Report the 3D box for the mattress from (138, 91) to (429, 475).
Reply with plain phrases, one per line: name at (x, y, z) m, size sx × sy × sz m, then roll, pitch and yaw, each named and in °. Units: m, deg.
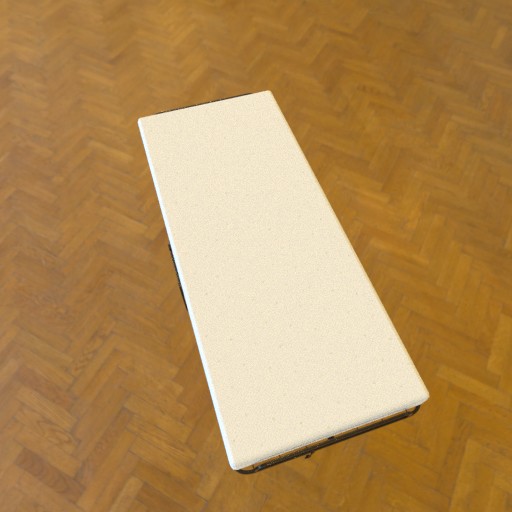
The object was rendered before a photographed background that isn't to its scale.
mattress at (0.000, 0.000, 2.531) m, size 0.922 × 0.519 × 2.153 m, roll -16°, pitch 60°, yaw -9°
